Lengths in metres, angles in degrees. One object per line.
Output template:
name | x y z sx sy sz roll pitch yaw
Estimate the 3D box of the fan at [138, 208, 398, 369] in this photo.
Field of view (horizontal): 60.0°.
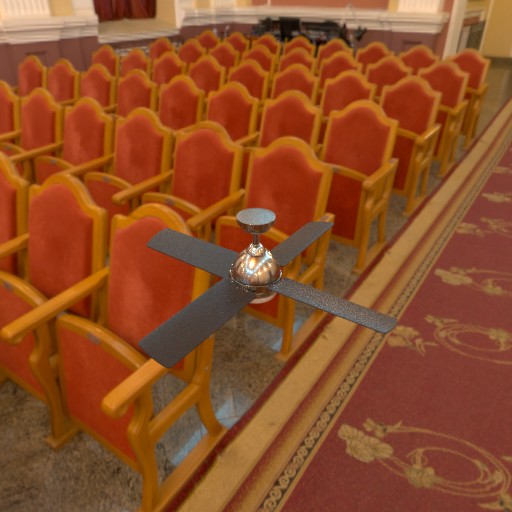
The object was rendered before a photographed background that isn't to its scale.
fan | 0.000 0.000 2.022 1.332 0.403 1.332 20 36 29
